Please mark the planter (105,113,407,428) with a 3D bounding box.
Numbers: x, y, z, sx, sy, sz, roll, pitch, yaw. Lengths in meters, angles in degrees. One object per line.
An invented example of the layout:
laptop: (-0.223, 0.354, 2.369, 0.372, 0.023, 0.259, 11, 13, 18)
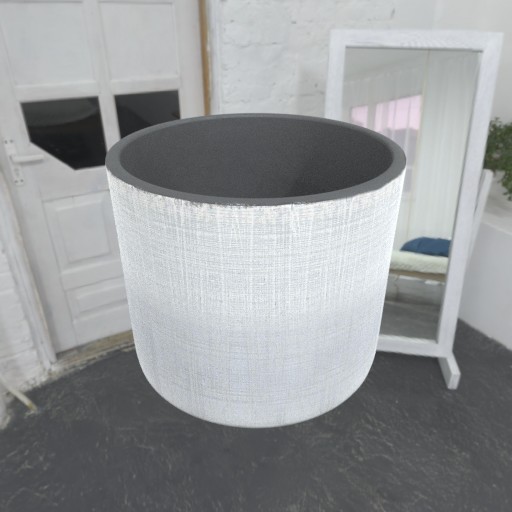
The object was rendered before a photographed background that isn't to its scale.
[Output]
planter: (0.000, 0.000, 0.436, 0.254, 0.221, 0.254, 0, 30, 0)
